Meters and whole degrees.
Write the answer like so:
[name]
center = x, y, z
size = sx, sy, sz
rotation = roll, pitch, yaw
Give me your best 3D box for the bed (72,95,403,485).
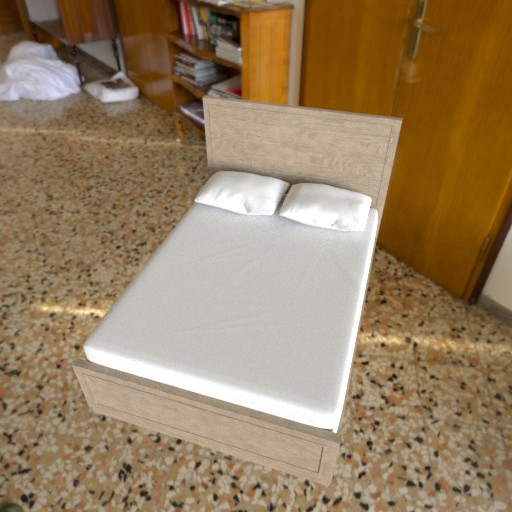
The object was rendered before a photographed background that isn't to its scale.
[bed]
center = 0.000, 0.000, 3.135
size = 1.606, 1.369, 2.189
rotation = 11, 40, 14
